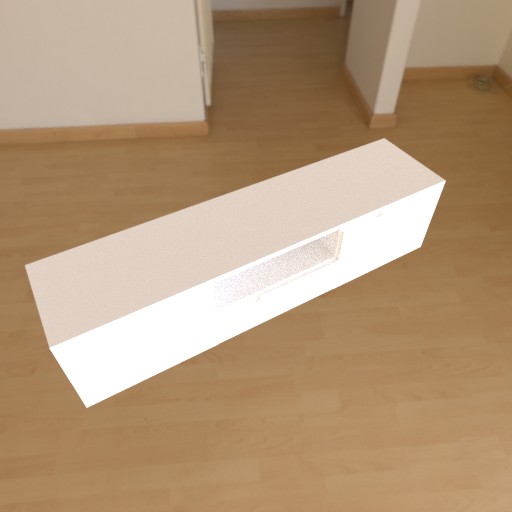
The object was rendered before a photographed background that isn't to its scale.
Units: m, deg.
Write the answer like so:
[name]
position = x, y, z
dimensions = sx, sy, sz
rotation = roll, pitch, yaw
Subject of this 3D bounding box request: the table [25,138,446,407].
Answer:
[table]
position = 0.000, 0.000, 1.876
dimensions = 1.650, 0.420, 0.390
rotation = -23, 50, -20
